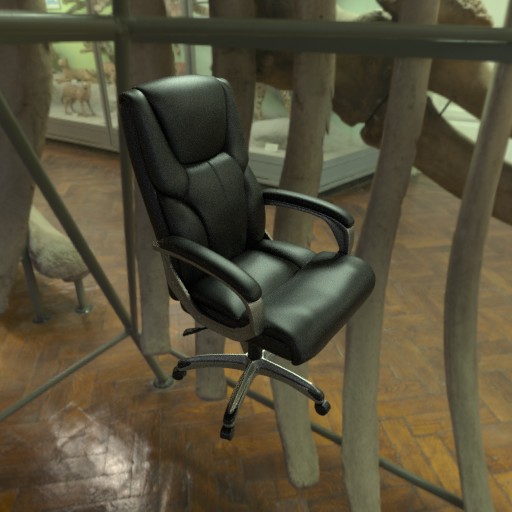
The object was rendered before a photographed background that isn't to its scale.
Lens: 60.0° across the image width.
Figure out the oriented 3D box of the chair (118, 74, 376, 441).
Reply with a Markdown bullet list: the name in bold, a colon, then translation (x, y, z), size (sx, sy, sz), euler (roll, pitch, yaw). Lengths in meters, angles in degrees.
- **chair**: translation (0.000, 0.000, 1.577), size (0.739, 1.155, 0.663), euler (19, 34, 31)
